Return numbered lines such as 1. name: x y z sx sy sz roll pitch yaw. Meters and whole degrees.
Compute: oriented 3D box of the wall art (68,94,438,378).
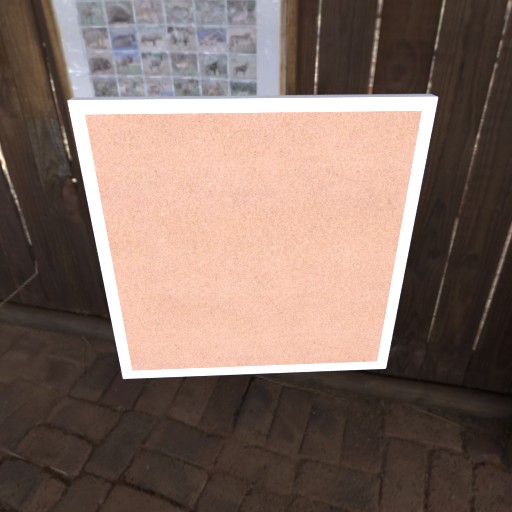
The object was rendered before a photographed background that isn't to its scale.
1. wall art: 0.000 0.000 1.110 0.760 0.760 0.036 -2 29 -3
